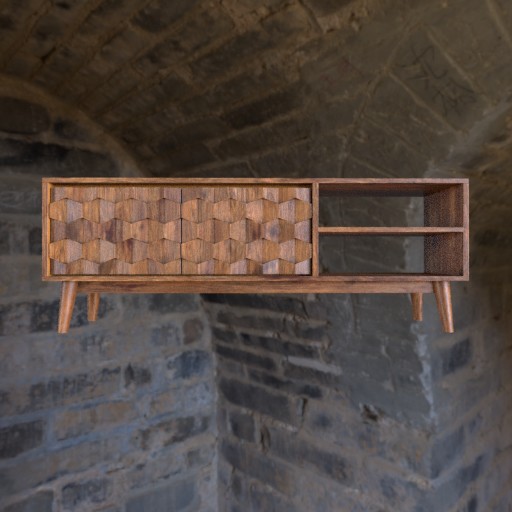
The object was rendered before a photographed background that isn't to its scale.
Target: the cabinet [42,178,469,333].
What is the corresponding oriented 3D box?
[{"bbox_3d":[0.000,0.000,1.678,1.448,0.528,0.349,0,0,-1],"label":"cabinet"}]
